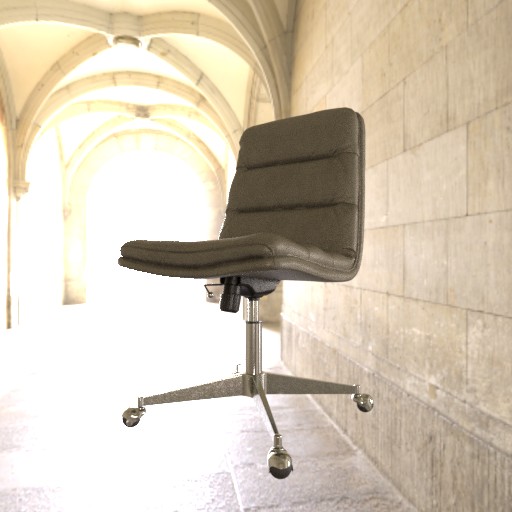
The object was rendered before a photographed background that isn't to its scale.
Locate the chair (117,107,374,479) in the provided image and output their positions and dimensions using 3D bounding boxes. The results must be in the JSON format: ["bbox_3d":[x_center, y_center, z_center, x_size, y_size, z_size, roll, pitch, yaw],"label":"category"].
[{"bbox_3d":[0.000,0.000,1.009,0.422,0.738,0.485,0,0,35],"label":"chair"}]
